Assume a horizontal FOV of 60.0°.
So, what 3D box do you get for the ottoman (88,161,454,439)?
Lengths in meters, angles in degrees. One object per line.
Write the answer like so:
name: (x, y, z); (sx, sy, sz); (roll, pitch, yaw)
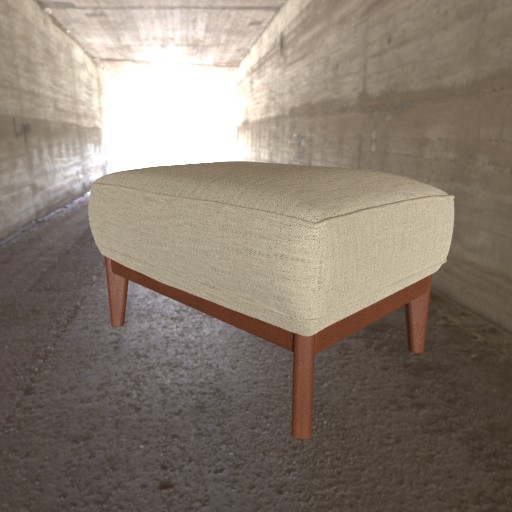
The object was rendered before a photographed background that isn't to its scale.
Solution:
ottoman: (0.000, 0.000, 1.159); (0.794, 0.465, 0.594); (15, 22, 43)
